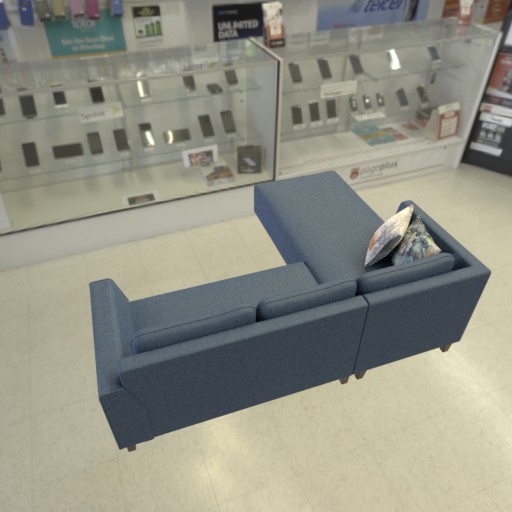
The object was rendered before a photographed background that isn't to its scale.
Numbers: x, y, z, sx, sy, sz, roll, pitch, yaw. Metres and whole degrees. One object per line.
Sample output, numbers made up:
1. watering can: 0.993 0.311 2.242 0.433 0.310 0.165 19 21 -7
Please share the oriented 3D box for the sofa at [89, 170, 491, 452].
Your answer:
1. sofa: 0.000 0.000 3.019 2.120 0.787 1.829 -13 42 -15
